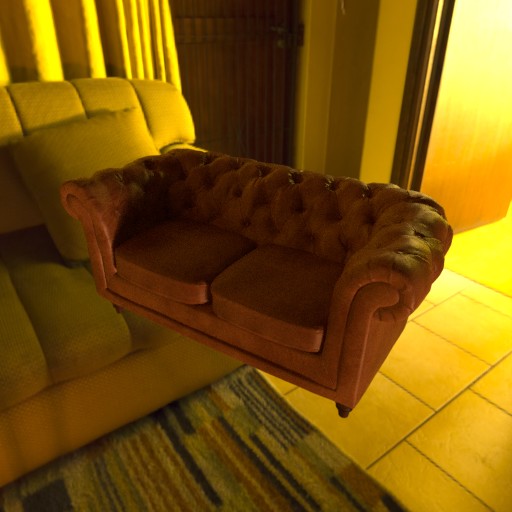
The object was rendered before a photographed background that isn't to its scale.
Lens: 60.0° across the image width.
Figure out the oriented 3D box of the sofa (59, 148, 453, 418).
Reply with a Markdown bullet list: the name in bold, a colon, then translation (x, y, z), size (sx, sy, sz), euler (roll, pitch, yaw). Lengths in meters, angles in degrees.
- **sofa**: translation (0.000, 0.000, 2.507), size (1.979, 0.877, 1.042), euler (17, 33, 29)
